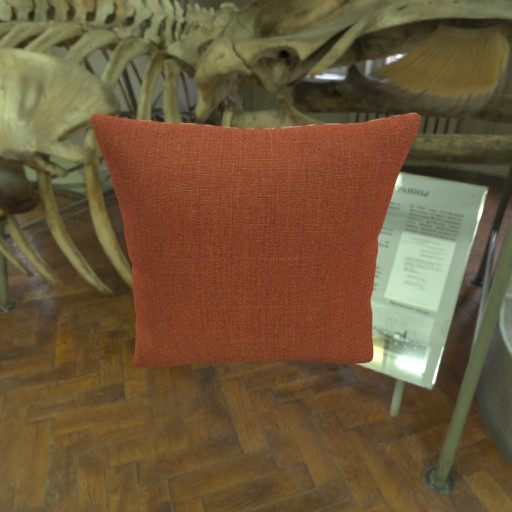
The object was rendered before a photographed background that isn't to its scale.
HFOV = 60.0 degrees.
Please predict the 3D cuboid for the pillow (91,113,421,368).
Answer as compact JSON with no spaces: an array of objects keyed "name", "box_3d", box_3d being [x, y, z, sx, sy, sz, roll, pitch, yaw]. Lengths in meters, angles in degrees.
[{"name":"pillow","box_3d":[0.000,0.000,0.682,0.429,0.434,0.159,-2,30,-3]}]
